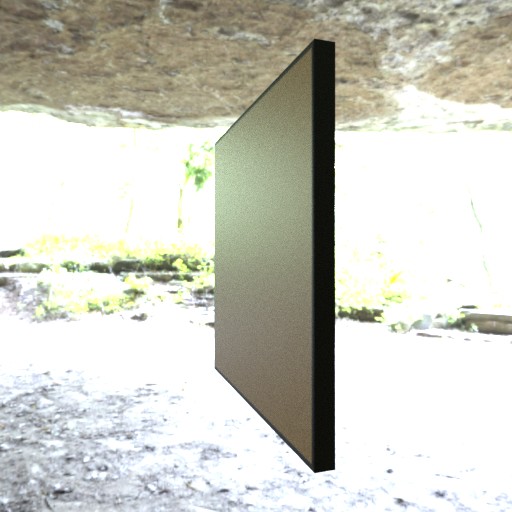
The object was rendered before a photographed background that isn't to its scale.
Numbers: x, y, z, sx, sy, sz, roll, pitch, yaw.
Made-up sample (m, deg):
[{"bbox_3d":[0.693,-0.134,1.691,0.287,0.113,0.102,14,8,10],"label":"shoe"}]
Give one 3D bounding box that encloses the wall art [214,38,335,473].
[{"bbox_3d":[0.000,0.000,0.767,0.028,0.511,0.513,0,0,-19],"label":"wall art"}]
